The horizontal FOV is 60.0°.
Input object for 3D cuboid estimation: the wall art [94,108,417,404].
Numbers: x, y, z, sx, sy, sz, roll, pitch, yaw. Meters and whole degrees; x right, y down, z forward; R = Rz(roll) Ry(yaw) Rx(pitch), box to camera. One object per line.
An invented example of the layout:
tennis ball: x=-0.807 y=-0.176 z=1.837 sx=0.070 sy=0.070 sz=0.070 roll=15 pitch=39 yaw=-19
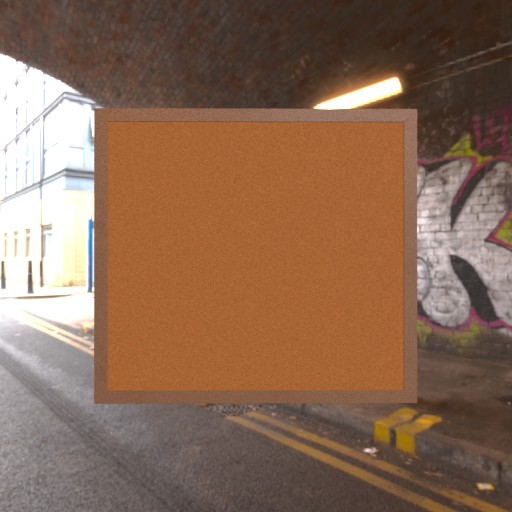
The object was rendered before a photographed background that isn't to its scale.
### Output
wall art: x=0.000 y=0.000 z=1.615 sx=1.168 sy=1.067 sz=0.025 roll=0 pitch=0 yaw=0
